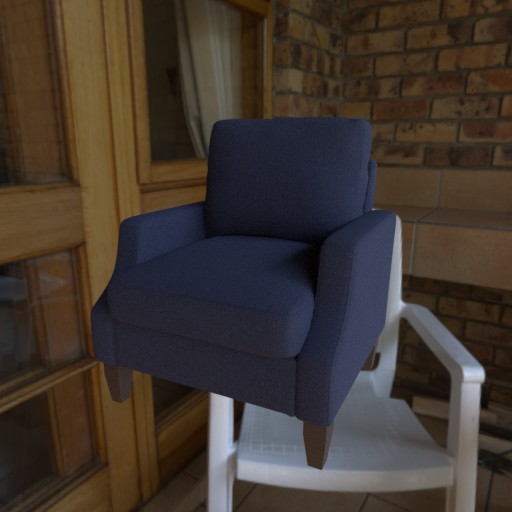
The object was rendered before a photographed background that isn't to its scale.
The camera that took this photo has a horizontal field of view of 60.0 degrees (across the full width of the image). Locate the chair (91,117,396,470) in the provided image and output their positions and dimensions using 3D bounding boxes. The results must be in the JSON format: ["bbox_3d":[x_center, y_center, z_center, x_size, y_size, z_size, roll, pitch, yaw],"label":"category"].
[{"bbox_3d":[0.000,0.000,1.623,0.855,0.991,0.897,7,16,25],"label":"chair"}]
